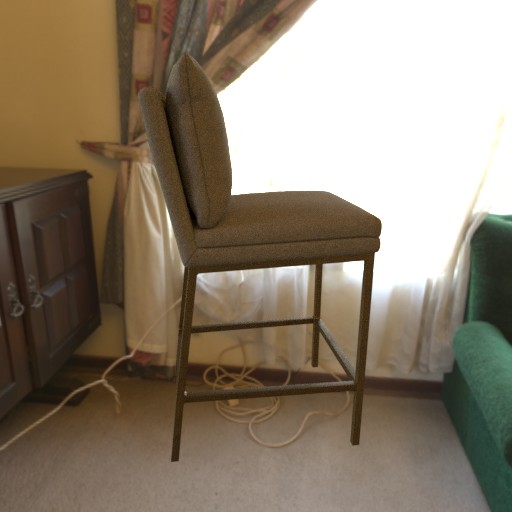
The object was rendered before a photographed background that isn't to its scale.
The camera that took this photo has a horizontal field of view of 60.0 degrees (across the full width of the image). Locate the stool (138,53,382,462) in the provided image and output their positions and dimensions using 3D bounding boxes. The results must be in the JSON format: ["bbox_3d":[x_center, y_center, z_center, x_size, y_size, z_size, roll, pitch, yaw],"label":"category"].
[{"bbox_3d":[0.000,0.000,1.298,0.569,1.030,0.463,-3,17,-8],"label":"stool"}]
